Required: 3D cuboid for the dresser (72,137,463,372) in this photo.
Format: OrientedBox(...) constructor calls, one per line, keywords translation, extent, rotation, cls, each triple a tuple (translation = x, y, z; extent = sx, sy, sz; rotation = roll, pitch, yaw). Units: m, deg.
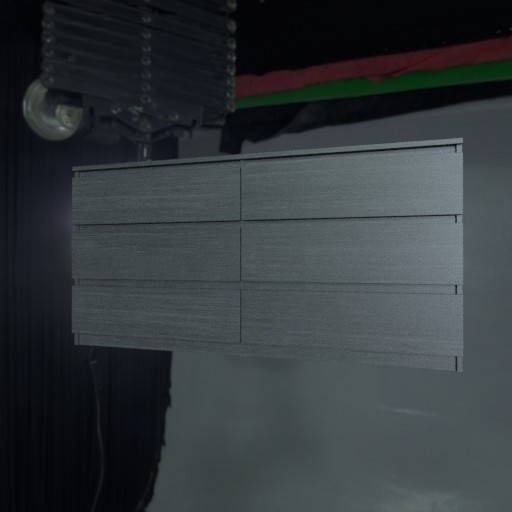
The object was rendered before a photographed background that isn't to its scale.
OrientedBox(translation=(0.000, 0.000, 1.923), extent=(1.590, 0.795, 0.400), rotation=(0, 0, 17), cls="dresser")
